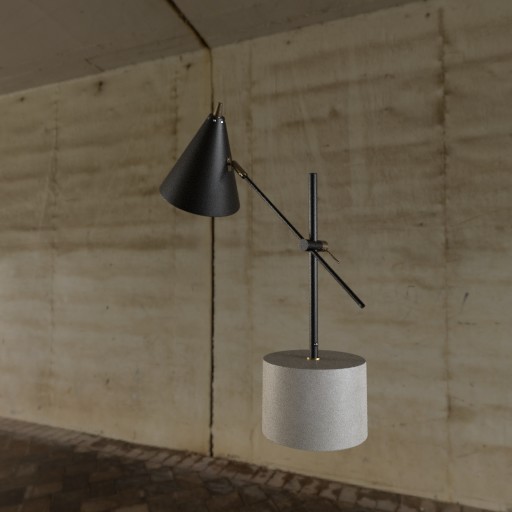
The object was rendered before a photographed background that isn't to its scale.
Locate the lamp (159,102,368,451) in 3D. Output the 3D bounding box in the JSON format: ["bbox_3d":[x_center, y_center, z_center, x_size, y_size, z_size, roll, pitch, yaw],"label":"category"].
[{"bbox_3d":[0.000,0.000,0.730,0.214,0.518,0.403,1,-2,-34],"label":"lamp"}]
